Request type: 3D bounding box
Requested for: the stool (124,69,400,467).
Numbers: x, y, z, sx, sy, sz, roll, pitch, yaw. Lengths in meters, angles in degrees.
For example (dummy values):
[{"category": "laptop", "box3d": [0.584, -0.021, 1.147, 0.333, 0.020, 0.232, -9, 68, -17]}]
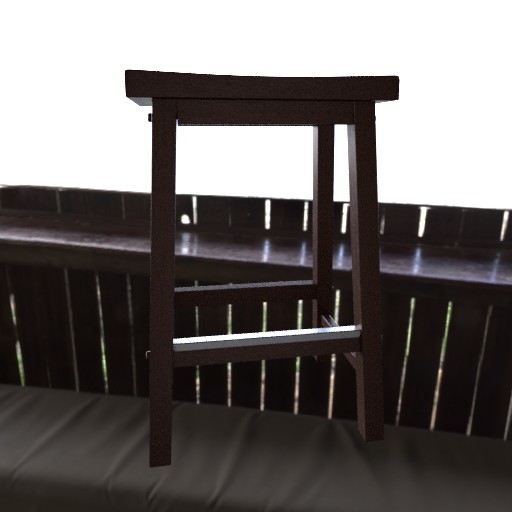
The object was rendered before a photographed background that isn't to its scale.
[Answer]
[{"category": "stool", "box3d": [0.000, 0.000, 0.823, 0.406, 0.610, 0.322, -3, 16, -9]}]
